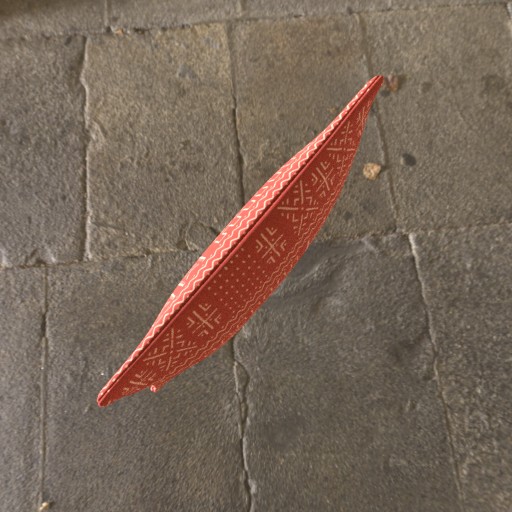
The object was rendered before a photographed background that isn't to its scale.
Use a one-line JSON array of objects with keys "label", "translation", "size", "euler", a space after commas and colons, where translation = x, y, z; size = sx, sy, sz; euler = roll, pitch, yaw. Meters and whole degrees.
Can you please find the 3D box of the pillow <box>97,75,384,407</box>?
[{"label": "pillow", "translation": [0.000, 0.000, 0.793], "size": [0.130, 0.352, 0.640], "euler": [39, 79, 9]}]
